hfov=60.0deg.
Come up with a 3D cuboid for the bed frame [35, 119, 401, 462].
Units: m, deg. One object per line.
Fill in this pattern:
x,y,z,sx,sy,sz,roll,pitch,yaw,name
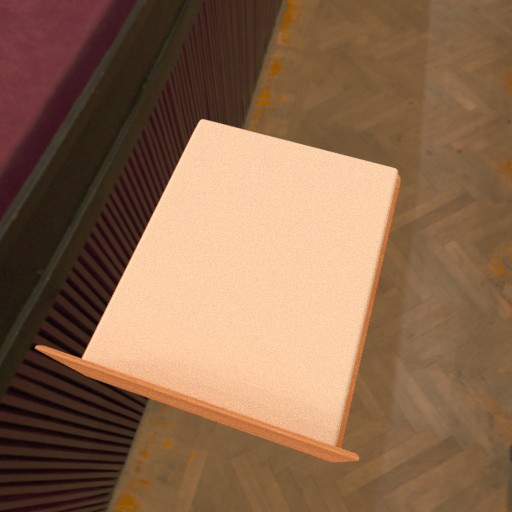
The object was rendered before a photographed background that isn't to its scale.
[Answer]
0.000,0.000,2.968,1.660,0.940,2.092,16,66,8,bed frame
